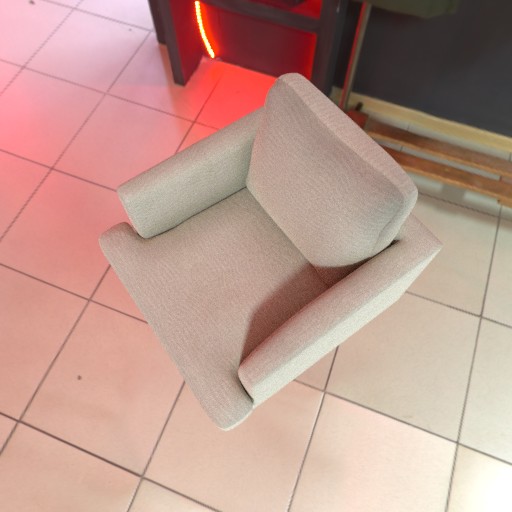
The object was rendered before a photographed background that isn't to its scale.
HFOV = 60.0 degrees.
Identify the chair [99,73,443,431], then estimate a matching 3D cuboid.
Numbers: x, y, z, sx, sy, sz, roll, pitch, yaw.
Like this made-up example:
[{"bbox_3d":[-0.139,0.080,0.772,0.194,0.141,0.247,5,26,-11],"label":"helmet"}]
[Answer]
[{"bbox_3d":[0.000,0.000,1.627,0.899,0.957,0.858,-33,69,-15],"label":"chair"}]
